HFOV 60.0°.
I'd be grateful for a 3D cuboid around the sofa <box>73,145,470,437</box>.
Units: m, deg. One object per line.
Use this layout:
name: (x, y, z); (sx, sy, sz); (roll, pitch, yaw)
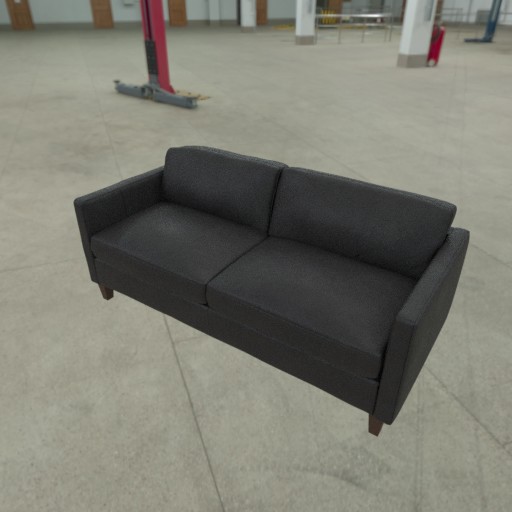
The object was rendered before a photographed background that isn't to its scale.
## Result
sofa: (0.000, 0.000, 2.454); (1.971, 0.863, 0.933); (19, 36, 29)
